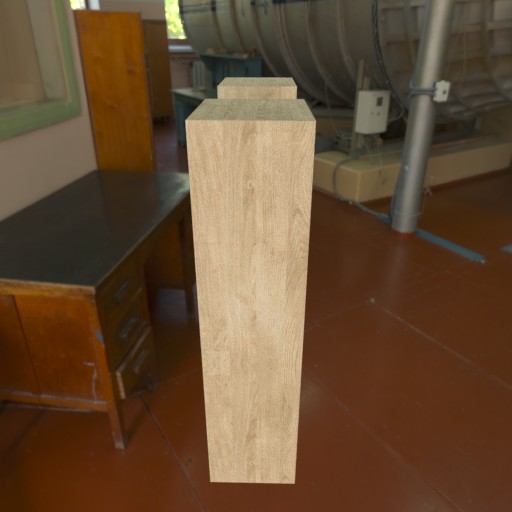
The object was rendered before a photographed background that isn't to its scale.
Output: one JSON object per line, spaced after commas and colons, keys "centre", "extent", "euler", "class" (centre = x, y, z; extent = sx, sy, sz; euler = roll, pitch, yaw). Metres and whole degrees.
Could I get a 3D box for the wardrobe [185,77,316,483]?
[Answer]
{"centre": [0.000, 0.000, 2.865], "extent": [0.480, 2.000, 1.770], "euler": [1, 27, 1], "class": "wardrobe"}
